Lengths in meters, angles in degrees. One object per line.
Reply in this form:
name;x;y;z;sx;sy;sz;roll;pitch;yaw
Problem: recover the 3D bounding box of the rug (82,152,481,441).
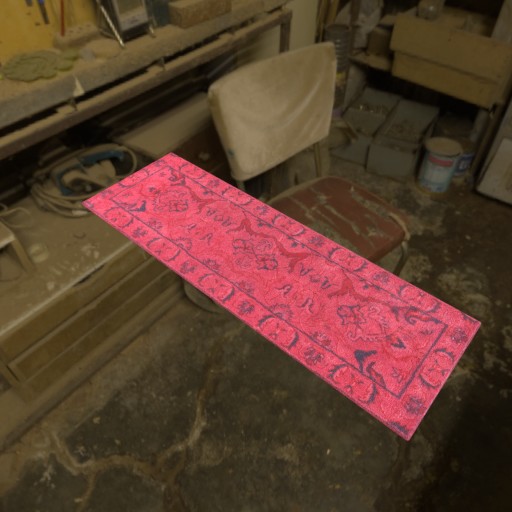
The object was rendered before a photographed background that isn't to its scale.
rug;0.000;0.000;2.673;2.439;0.018;0.813;32;54;27
